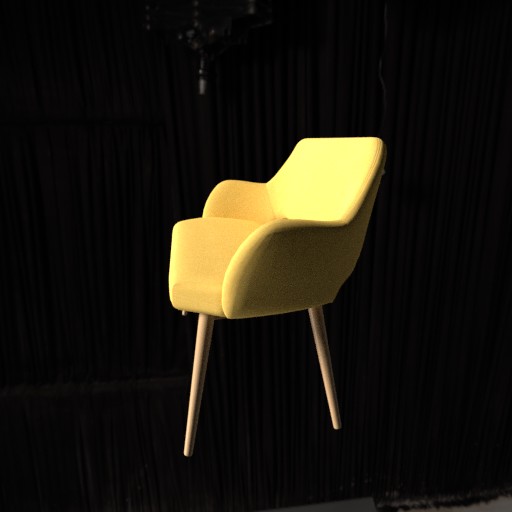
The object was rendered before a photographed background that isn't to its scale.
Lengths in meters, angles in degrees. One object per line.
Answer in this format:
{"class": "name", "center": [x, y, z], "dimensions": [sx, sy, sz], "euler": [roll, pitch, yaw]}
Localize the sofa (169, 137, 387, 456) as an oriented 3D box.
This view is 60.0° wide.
{"class": "sofa", "center": [0.000, 0.000, 1.632], "dimensions": [0.610, 0.840, 1.150], "euler": [-2, 15, -9]}
